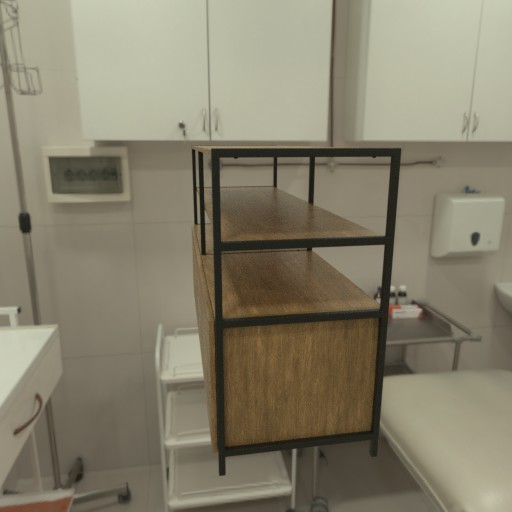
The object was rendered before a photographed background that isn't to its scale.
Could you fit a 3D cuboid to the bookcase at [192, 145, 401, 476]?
[{"bbox_3d":[0.000,0.000,1.481,0.391,0.712,1.149,-2,14,-10],"label":"bookcase"}]
